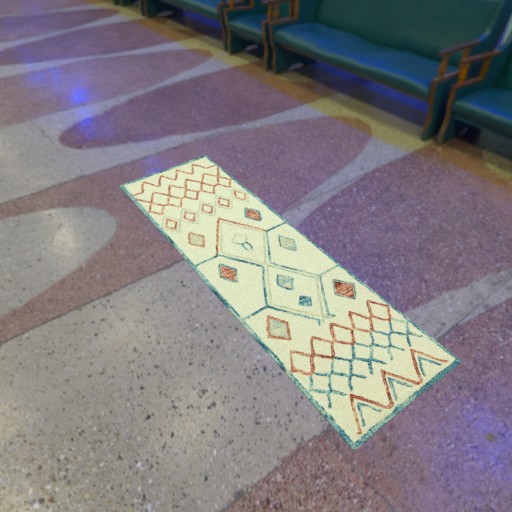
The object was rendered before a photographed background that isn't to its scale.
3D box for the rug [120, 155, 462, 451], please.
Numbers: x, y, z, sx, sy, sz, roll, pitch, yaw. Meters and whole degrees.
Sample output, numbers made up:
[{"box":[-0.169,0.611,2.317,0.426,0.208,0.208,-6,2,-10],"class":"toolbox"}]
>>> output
[{"box":[0.000,0.000,2.748,0.750,0.011,2.435,-26,49,-25],"class":"rug"}]
